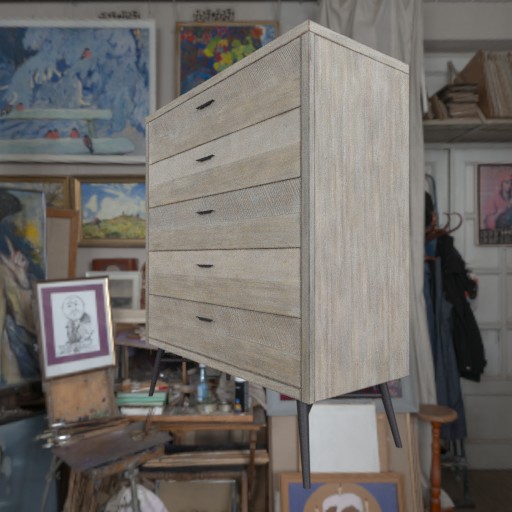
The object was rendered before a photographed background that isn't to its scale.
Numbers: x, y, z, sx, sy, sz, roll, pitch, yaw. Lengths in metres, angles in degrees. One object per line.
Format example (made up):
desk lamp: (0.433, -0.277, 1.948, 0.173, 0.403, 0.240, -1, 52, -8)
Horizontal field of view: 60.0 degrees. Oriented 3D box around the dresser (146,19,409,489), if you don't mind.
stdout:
dresser: (0.000, 0.000, 1.676, 0.457, 1.219, 1.016, 0, 0, -38)
